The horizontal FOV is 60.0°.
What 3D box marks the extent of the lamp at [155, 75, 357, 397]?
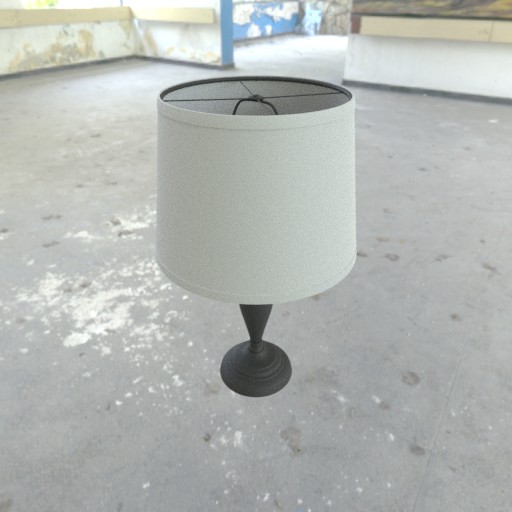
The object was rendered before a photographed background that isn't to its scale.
[{"bbox_3d":[0.000,0.000,0.707,0.310,0.501,0.310,0,31,0],"label":"lamp"}]
